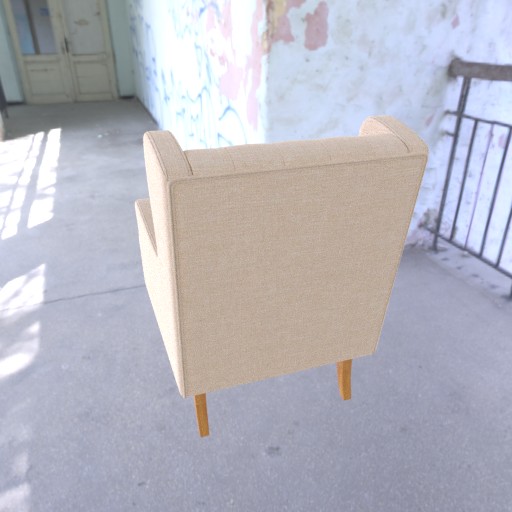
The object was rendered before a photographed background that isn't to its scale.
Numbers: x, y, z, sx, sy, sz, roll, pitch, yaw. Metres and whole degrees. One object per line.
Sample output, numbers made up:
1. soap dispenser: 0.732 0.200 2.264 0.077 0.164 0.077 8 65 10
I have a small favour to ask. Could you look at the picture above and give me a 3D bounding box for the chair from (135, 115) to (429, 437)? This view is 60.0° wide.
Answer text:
1. chair: 0.000 0.000 1.465 0.710 0.930 0.760 -9 29 -16
